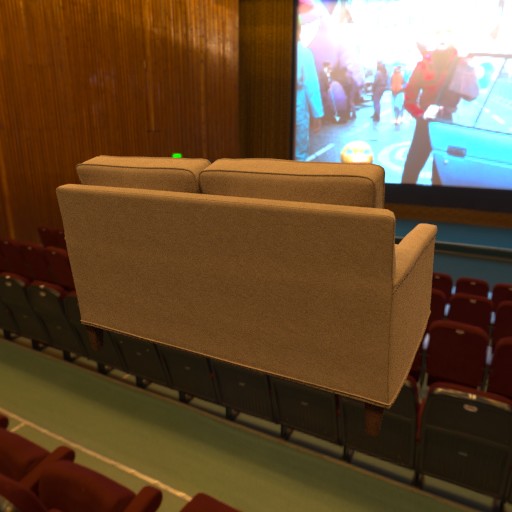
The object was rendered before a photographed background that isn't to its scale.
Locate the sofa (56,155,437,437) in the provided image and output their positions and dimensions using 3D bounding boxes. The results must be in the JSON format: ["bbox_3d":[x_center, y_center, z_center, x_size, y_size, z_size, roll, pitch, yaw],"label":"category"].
[{"bbox_3d":[0.000,0.000,2.213,1.597,1.002,1.084,8,18,27],"label":"sofa"}]
